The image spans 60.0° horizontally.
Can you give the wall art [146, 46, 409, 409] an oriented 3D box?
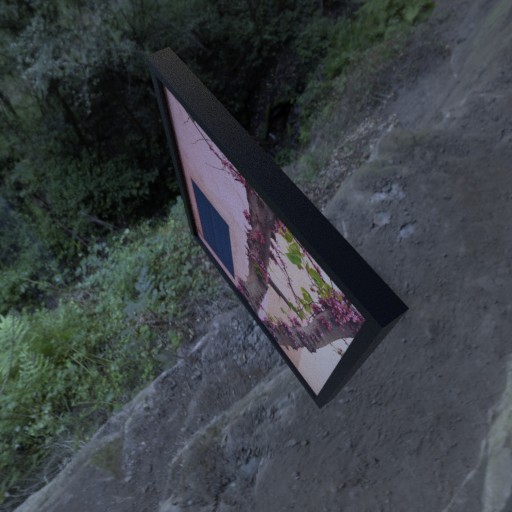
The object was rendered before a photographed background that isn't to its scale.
[{"bbox_3d":[0.000,0.000,0.782,0.038,0.508,0.508,-32,67,-16],"label":"wall art"}]
